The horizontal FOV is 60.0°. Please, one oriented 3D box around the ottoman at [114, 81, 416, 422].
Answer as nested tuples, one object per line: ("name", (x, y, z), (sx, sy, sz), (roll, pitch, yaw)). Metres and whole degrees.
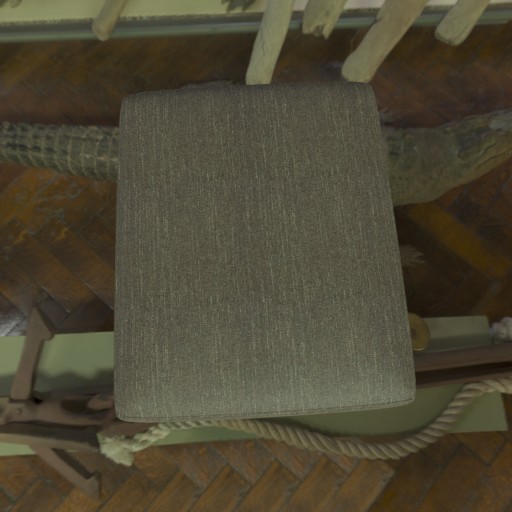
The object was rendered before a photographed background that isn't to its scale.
("ottoman", (0.000, 0.000, 1.221), (0.671, 0.490, 0.820), (-3, 76, -1))
